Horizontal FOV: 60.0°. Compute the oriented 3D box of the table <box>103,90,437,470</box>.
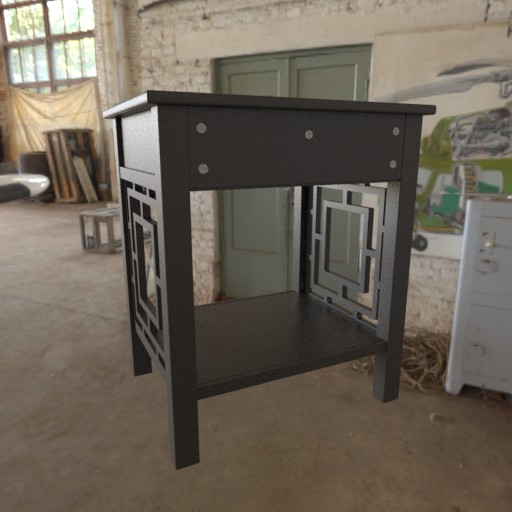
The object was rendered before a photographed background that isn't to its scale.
[{"bbox_3d":[0.000,0.000,1.017,0.564,0.646,0.451,-7,16,-25],"label":"table"}]
